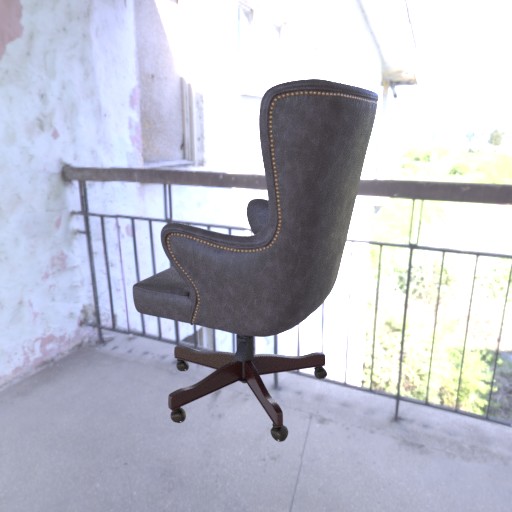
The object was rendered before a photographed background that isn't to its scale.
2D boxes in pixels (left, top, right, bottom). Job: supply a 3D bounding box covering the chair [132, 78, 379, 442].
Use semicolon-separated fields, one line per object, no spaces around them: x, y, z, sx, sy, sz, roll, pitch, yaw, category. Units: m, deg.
0.000;0.000;1.482;0.717;1.037;0.594;8;18;26;chair
